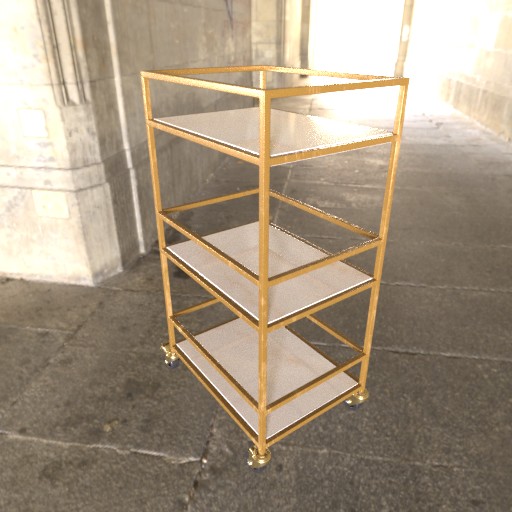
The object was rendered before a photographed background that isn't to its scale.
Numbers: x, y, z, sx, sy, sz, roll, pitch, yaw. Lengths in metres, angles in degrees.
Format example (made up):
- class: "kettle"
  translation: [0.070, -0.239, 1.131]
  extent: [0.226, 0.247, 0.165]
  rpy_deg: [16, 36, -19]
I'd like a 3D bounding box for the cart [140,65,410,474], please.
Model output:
- class: "cart"
  translation: [0.000, 0.000, 0.994]
  extent: [0.332, 0.761, 0.483]
  rpy_deg: [-18, 32, -32]
